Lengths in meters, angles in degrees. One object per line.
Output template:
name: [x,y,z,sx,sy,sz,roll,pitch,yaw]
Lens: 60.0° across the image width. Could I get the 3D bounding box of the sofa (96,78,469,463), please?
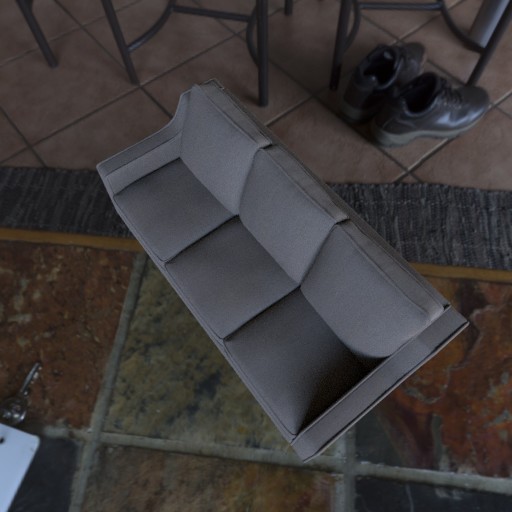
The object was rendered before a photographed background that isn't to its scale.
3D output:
sofa: [0.000,0.000,2.518,0.911,0.974,1.986,-34,68,-16]
